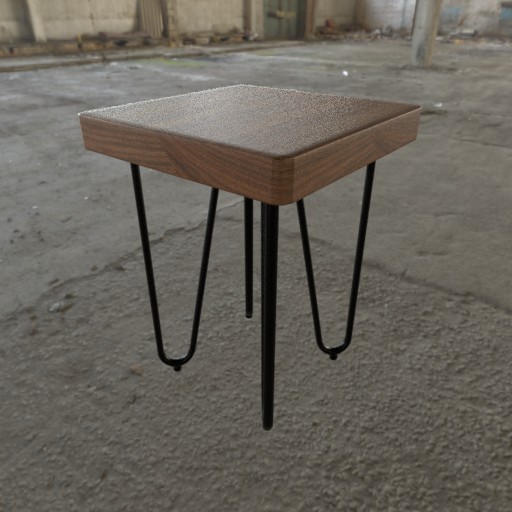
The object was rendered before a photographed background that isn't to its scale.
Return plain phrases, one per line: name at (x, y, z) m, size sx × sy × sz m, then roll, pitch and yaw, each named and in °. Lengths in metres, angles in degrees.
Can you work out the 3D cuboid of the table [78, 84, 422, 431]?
table at (0.000, 0.000, 1.001) m, size 0.479 × 0.641 × 0.480 m, roll 21°, pitch 35°, yaw 33°
